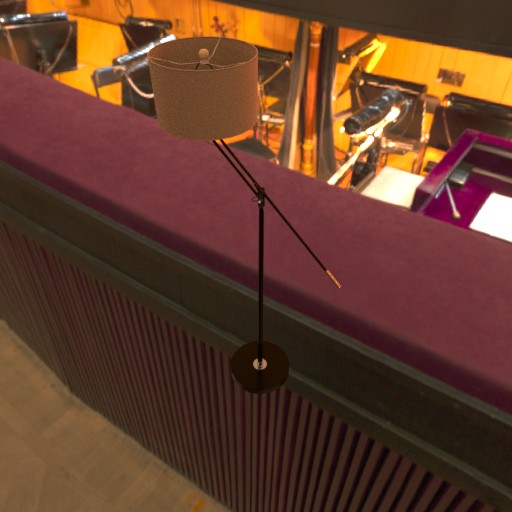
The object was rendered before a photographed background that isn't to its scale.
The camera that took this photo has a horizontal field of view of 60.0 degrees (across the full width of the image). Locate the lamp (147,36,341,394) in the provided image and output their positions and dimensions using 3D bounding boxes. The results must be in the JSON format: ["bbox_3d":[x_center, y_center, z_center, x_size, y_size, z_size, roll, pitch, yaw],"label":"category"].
[{"bbox_3d":[0.000,0.000,1.944,0.809,1.635,0.373,24,47,25],"label":"lamp"}]
